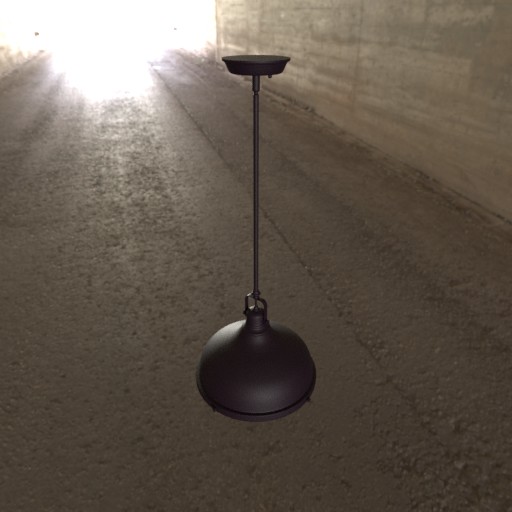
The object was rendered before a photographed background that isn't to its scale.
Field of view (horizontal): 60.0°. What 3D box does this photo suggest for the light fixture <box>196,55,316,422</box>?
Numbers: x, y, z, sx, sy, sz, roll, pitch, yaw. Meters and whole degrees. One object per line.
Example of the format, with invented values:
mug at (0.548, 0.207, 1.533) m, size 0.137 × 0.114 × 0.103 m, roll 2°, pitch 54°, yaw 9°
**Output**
light fixture at (0.000, 0.000, 1.036) m, size 0.341 × 0.849 × 0.341 m, roll 20°, pitch 35°, yaw 32°
